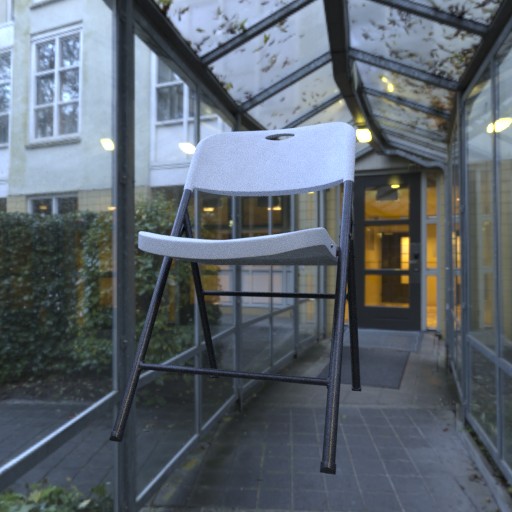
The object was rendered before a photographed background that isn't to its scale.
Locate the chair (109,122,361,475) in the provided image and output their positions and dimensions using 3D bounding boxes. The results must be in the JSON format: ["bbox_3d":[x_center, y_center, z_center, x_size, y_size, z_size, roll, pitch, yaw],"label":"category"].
[{"bbox_3d":[0.000,0.000,1.156,0.494,0.810,0.566,0,0,18],"label":"chair"}]
